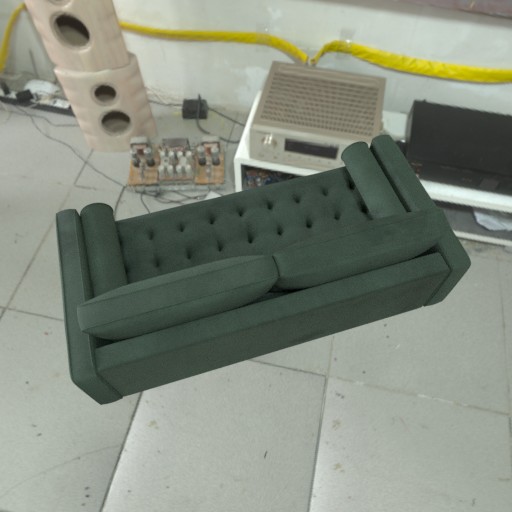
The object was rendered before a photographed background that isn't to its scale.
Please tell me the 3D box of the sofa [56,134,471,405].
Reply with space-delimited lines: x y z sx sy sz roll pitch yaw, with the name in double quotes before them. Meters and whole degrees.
"sofa" 0.000 0.000 2.304 1.880 0.772 0.916 -15 60 -9
